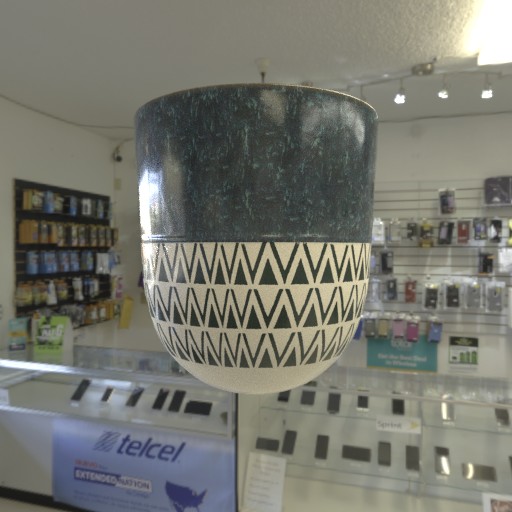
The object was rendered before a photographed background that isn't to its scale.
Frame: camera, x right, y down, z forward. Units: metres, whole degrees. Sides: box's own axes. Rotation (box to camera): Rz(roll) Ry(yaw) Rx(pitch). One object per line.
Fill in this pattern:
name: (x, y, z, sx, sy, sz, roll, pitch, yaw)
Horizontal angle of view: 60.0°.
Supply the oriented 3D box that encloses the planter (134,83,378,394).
planter: (0.000, 0.000, 0.367, 0.195, 0.214, 0.195, 0, 1, 0)
